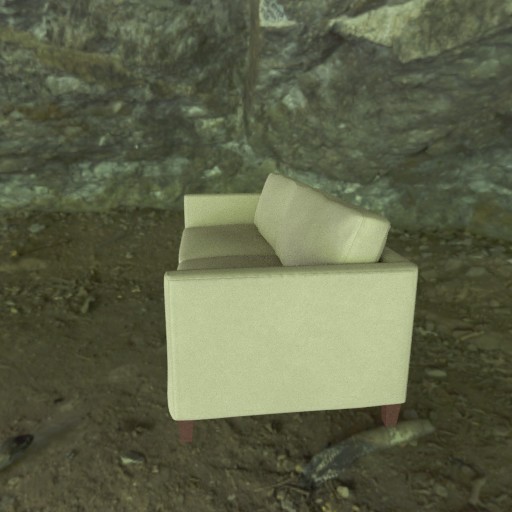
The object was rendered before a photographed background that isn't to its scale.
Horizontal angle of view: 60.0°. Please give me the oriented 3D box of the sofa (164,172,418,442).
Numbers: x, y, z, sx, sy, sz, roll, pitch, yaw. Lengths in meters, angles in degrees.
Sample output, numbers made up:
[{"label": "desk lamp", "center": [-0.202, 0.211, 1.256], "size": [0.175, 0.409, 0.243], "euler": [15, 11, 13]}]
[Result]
[{"label": "sofa", "center": [0.000, 0.000, 2.793], "size": [0.988, 0.912, 2.404], "euler": [-2, 15, -7]}]
